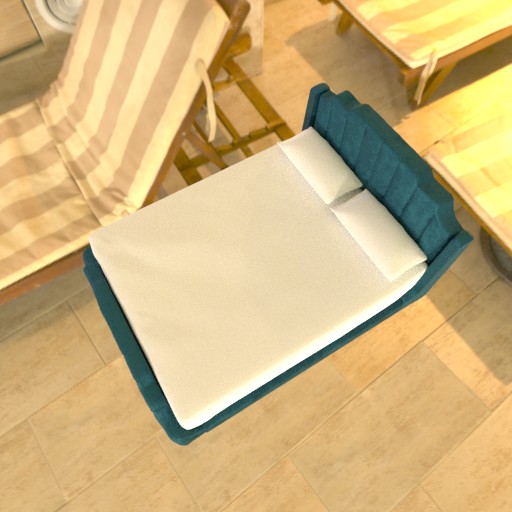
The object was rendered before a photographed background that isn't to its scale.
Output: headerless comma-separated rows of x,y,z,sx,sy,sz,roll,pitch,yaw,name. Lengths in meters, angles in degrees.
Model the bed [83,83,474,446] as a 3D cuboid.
0.000,0.000,3.331,2.322,1.338,1.678,-28,66,-14,bed
